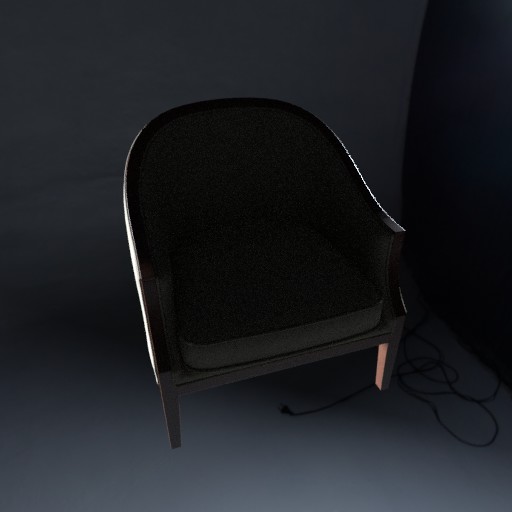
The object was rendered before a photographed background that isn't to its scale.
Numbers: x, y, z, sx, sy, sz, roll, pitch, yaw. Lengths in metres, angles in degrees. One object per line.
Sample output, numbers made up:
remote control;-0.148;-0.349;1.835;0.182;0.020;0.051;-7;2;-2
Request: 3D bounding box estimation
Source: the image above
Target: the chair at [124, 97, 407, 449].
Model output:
chair;0.000;0.000;1.505;0.803;0.876;0.735;-10;35;-15
